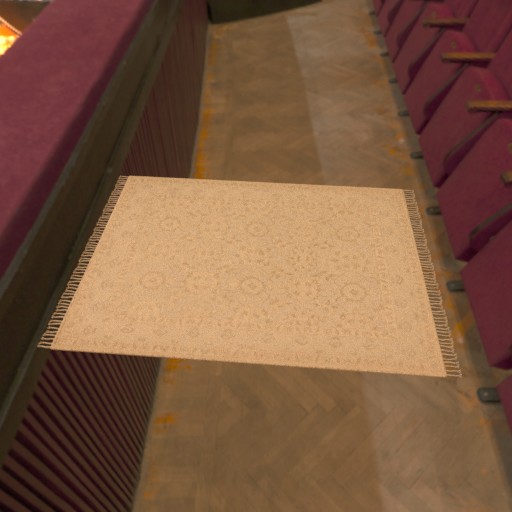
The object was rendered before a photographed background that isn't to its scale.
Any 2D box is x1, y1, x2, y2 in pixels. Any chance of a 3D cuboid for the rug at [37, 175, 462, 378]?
[{"bbox_3d":[0.000,0.000,2.258,1.771,0.015,1.223,3,47,3],"label":"rug"}]
